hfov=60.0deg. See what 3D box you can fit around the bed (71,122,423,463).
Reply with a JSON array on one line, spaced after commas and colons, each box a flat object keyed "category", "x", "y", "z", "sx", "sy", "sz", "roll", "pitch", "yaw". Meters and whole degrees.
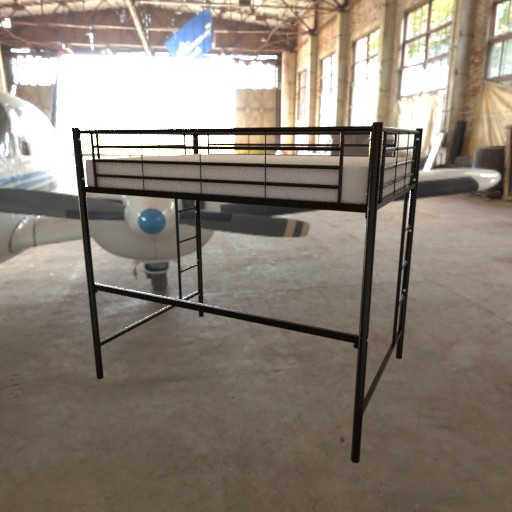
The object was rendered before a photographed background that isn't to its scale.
[{"category": "bed", "x": 0.000, "y": 0.000, "z": 3.245, "sx": 1.994, "sy": 1.803, "sz": 1.397, "roll": 7, "pitch": 16, "yaw": 26}]
